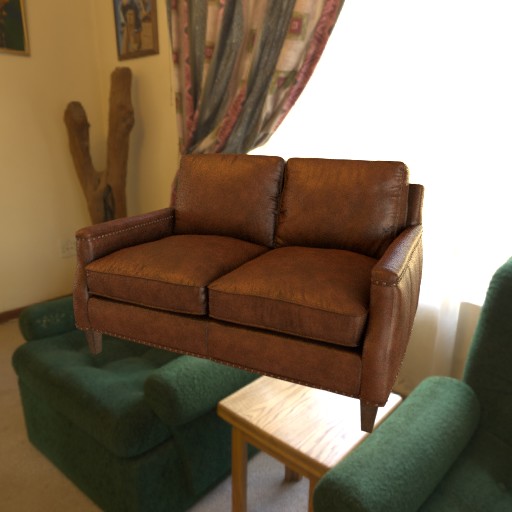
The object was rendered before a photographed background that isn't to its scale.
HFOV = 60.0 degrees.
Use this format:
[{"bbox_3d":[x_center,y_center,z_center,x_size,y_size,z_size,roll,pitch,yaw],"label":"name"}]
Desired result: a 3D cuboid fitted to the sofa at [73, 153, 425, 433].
[{"bbox_3d":[0.000,0.000,2.330,1.628,1.003,1.083,8,18,25],"label":"sofa"}]
